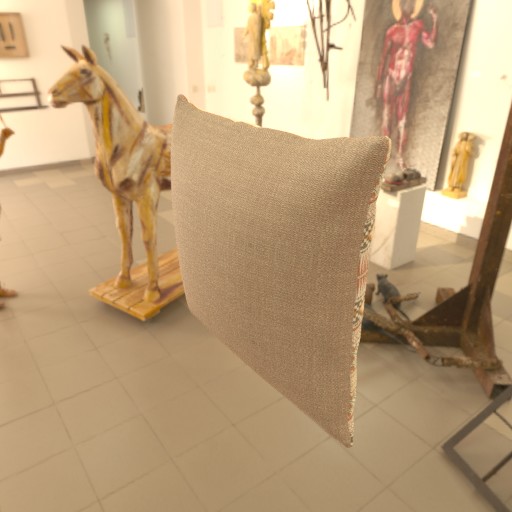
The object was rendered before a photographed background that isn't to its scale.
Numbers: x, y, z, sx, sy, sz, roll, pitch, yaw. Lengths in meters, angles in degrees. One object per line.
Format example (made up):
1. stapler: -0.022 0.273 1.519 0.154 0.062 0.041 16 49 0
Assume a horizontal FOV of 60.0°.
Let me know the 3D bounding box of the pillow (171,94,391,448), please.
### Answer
1. pillow: 0.000 0.000 0.812 0.215 0.519 0.521 -18 31 -33
